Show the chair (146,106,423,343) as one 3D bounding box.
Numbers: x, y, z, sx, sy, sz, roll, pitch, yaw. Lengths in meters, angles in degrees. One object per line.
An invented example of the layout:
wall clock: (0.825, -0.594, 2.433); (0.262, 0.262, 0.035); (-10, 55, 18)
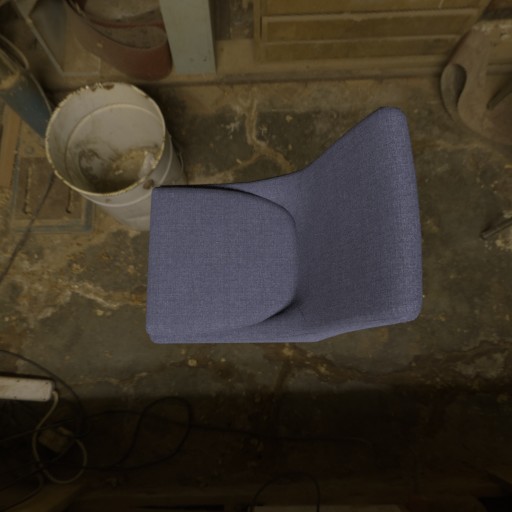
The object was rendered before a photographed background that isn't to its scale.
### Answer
chair: (0.000, 0.000, 1.338); (0.655, 0.952, 0.508); (0, 78, 0)
